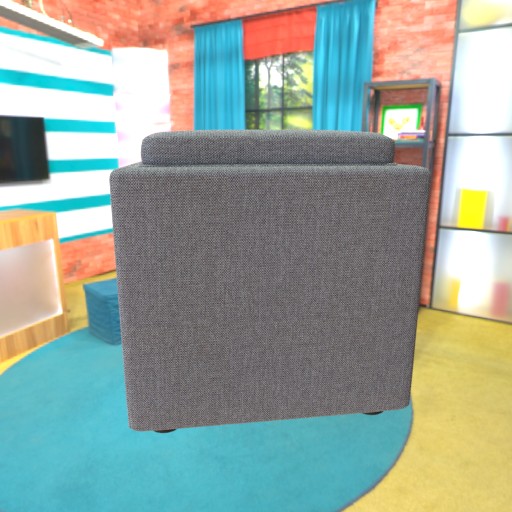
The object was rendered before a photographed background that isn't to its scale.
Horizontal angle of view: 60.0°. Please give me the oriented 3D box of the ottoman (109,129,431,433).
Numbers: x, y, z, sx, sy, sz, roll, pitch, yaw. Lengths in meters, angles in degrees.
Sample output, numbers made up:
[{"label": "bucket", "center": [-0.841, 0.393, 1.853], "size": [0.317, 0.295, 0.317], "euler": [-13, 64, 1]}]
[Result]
[{"label": "ottoman", "center": [0.000, 0.000, 0.850], "size": [0.450, 0.460, 0.450], "euler": [-2, 14, -8]}]
